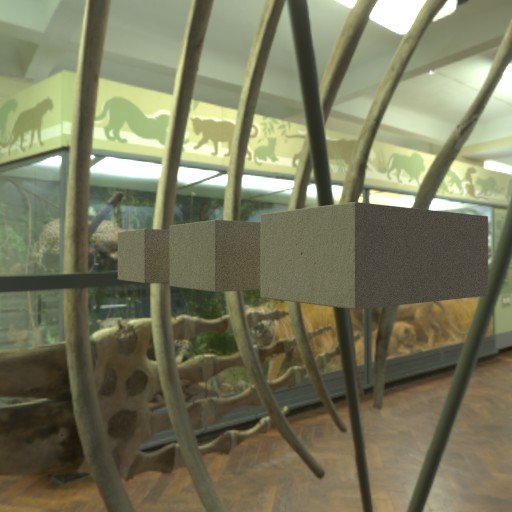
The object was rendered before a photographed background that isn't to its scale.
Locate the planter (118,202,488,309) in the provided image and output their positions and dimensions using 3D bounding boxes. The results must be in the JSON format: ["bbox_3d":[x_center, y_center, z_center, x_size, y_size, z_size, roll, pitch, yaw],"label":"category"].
[{"bbox_3d":[0.000,0.000,0.382,0.127,0.051,0.333,0,0,-36],"label":"planter"}]
